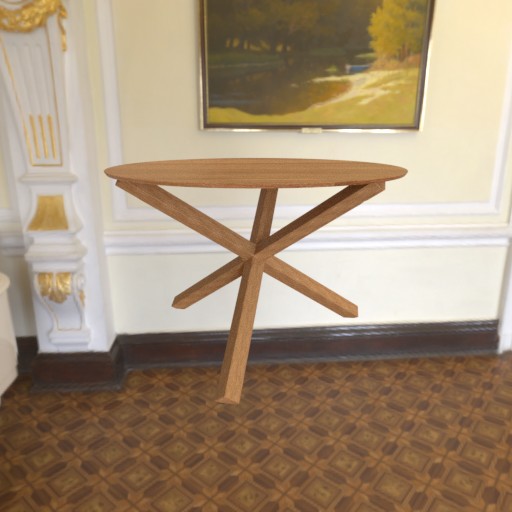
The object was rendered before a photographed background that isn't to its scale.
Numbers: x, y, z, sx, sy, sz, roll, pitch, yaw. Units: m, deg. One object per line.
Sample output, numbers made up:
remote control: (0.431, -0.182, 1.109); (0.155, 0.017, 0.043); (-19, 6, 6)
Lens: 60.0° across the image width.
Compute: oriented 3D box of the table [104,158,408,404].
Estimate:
table: (0.000, 0.000, 1.682); (1.038, 0.666, 1.038); (0, 16, 0)
